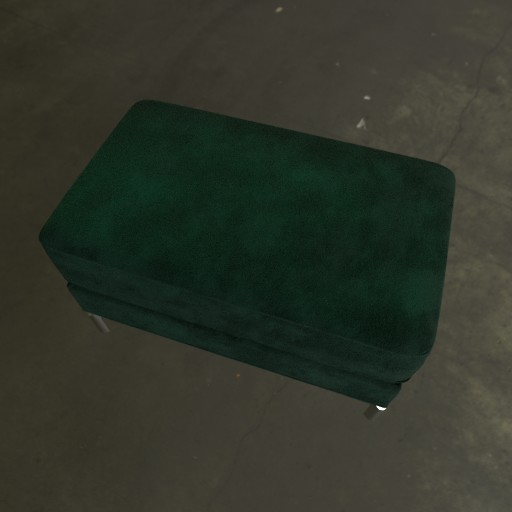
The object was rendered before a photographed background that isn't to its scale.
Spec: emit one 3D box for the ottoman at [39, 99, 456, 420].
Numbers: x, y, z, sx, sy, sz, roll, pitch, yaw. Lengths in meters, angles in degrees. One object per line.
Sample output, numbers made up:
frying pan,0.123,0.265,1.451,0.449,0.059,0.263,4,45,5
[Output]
ottoman,0.000,0.000,1.220,0.886,0.533,0.536,16,58,10
